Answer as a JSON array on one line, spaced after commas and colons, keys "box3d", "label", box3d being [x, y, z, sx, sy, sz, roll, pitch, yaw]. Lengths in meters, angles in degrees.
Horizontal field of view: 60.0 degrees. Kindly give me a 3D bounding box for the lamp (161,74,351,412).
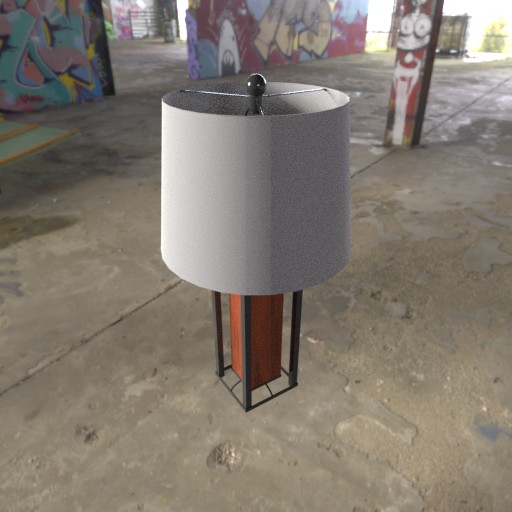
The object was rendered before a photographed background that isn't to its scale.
[{"box3d": [0.000, 0.000, 0.771, 0.320, 0.591, 0.320, 0, 30, 0], "label": "lamp"}]
